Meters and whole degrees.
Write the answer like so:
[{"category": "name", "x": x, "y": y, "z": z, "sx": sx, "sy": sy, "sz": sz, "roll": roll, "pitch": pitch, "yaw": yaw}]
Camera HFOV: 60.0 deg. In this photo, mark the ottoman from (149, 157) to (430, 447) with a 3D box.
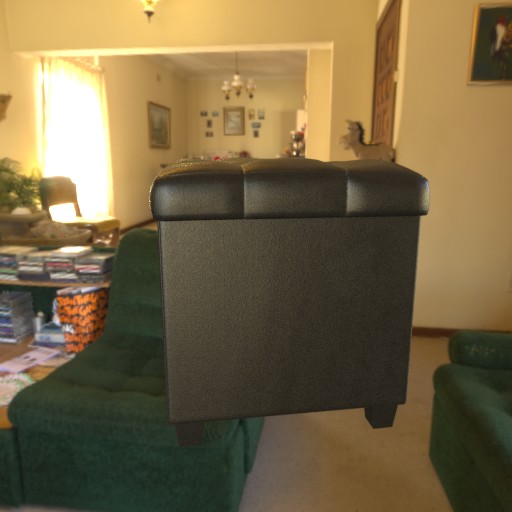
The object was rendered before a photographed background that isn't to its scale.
[{"category": "ottoman", "x": 0.000, "y": 0.000, "z": 1.082, "sx": 0.432, "sy": 0.470, "sz": 0.838, "roll": -2, "pitch": 13, "yaw": -9}]
